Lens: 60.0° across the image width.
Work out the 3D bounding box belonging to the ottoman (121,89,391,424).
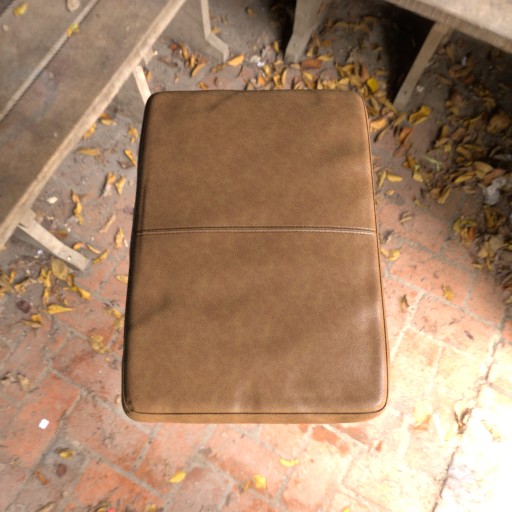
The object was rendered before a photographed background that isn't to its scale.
[{"bbox_3d":[0.000,0.000,1.244,0.630,0.461,0.869,0,73,0],"label":"ottoman"}]
